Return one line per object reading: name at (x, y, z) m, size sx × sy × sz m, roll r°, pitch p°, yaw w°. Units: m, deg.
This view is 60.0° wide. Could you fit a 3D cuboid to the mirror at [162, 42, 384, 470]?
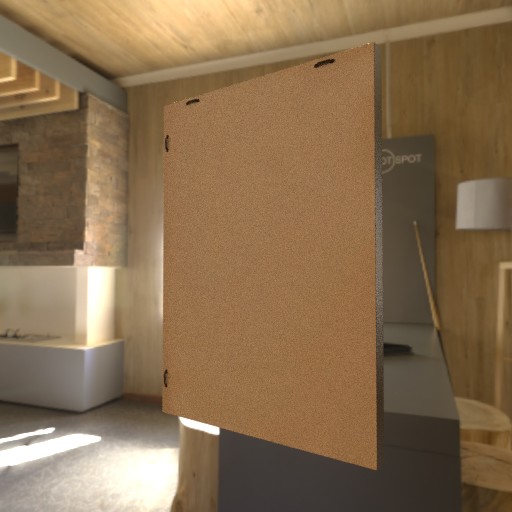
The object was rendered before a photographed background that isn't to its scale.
mirror at (0.000, 0.000, 0.892) m, size 0.507 × 0.710 × 0.039 m, roll -1°, pitch -2°, yaw 35°
